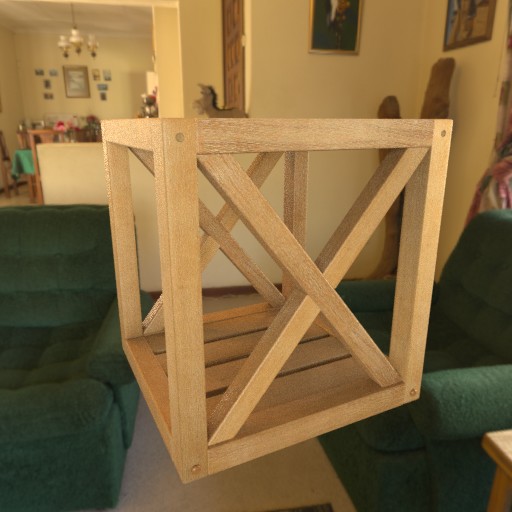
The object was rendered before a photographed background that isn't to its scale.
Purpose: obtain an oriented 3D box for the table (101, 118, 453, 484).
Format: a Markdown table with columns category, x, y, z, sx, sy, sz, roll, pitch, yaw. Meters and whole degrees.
| category | x | y | z | sx | sy | sz | roll | pitch | yaw |
| --- | --- | --- | --- | --- | --- | --- | --- | --- | --- |
| table | 0.000 | 0.000 | 1.034 | 0.559 | 0.610 | 0.558 | -8 | 19 | -26 |
